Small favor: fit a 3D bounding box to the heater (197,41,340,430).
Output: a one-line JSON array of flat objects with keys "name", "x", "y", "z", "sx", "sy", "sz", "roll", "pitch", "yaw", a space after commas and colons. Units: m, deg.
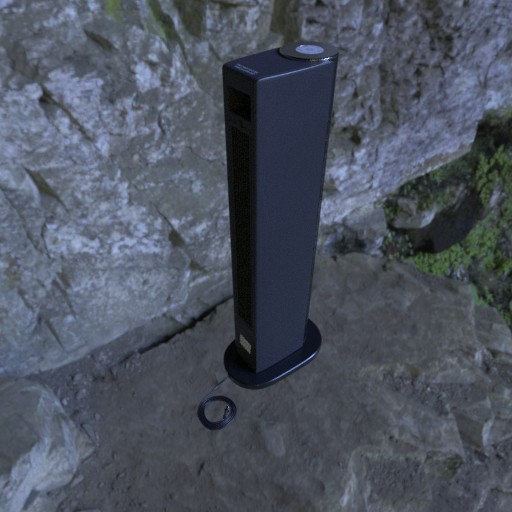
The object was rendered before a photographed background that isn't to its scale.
[{"name": "heater", "x": 0.000, "y": 0.000, "z": 1.029, "sx": 0.458, "sy": 0.856, "sz": 0.214, "roll": -27, "pitch": 48, "yaw": -28}]
